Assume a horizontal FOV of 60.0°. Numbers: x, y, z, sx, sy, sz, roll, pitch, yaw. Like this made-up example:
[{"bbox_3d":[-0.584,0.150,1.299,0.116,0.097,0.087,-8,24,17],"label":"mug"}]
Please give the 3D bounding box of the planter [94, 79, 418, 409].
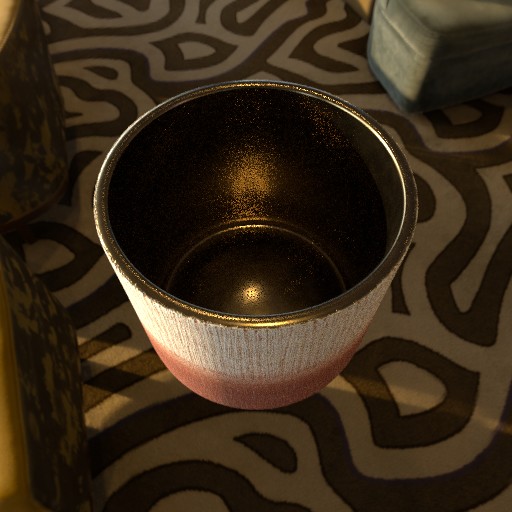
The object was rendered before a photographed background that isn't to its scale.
[{"bbox_3d":[0.000,0.000,0.308,0.178,0.157,0.178,0,58,0],"label":"planter"}]
